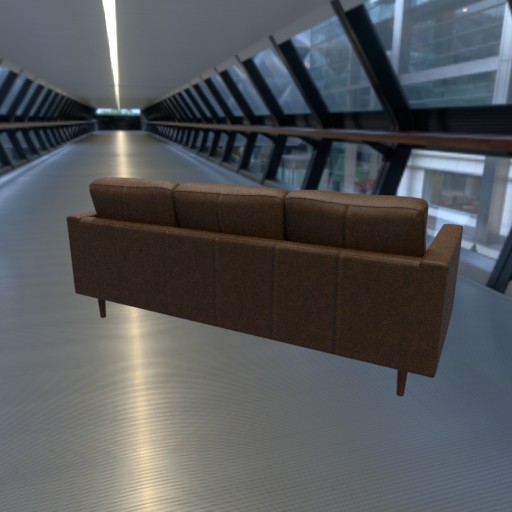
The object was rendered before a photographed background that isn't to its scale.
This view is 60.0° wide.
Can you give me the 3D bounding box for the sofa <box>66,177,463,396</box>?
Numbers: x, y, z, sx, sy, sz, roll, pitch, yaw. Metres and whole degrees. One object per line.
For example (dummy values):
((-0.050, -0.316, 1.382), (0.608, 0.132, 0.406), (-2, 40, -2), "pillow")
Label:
((0.000, 0.000, 2.723), (2.231, 0.930, 0.903), (8, 18, 27), "sofa")
